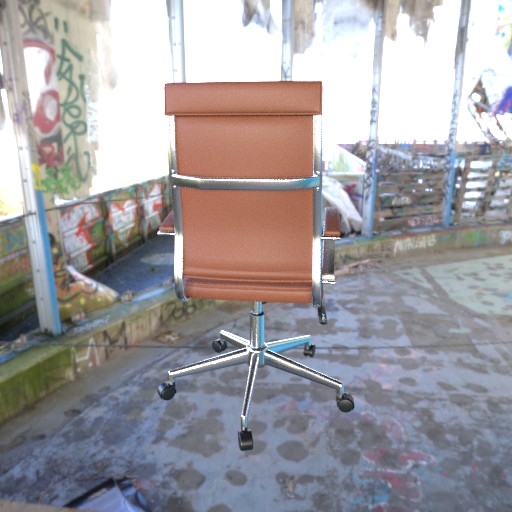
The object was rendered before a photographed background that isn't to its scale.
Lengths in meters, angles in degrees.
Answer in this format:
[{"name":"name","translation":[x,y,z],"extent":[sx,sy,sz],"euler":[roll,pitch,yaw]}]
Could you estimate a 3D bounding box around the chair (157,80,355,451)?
[{"name":"chair","translation":[0.000,0.000,1.650],"extent":[0.766,1.149,0.739],"euler":[2,15,7]}]
